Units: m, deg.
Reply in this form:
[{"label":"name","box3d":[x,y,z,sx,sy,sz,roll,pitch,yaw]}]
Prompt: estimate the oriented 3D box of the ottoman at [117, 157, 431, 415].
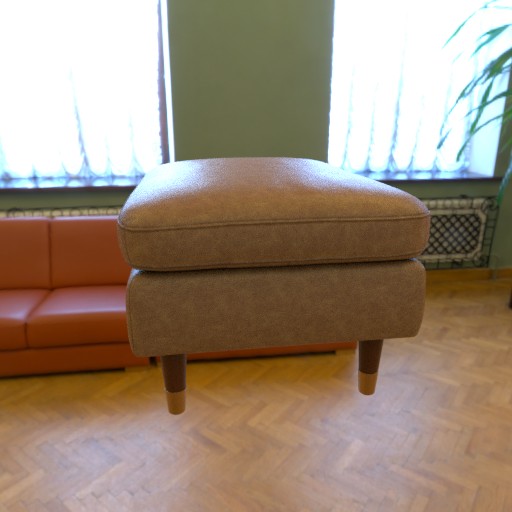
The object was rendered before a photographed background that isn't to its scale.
[{"label":"ottoman","box3d":[0.000,0.000,1.148,0.593,0.478,0.747,-3,18,-9]}]
